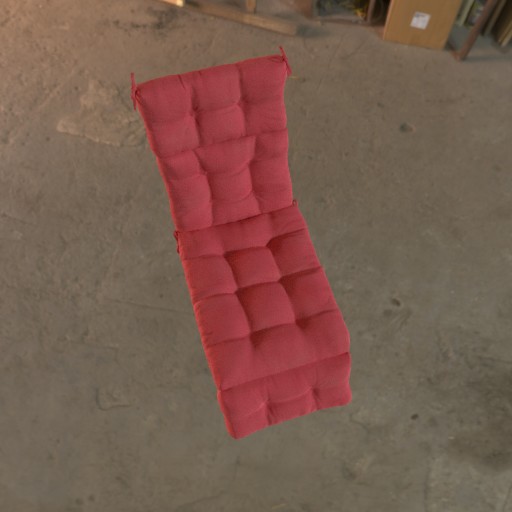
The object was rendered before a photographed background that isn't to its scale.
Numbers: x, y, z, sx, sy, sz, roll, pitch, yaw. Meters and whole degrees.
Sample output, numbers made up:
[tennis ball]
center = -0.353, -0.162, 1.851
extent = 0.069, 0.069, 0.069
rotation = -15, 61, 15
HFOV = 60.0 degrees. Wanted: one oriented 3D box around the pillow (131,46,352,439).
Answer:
[pillow]
center = 0.000, 0.000, 1.519
extent = 0.526, 0.863, 1.016
rotation = -15, 64, -8
